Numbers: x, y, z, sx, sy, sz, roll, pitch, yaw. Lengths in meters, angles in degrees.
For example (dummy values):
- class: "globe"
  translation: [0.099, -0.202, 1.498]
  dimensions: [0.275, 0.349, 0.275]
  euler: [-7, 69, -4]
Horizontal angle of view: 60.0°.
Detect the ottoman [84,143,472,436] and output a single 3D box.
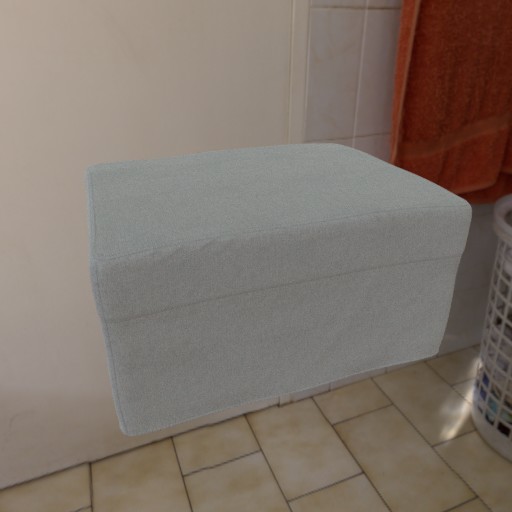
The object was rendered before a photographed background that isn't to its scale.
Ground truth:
- class: "ottoman"
  translation: [0.000, 0.000, 1.228]
  dimensions: [0.833, 0.461, 0.648]
  euler: [-9, 29, -17]
